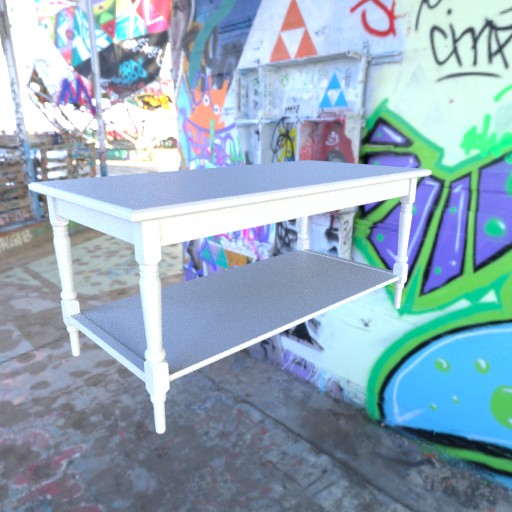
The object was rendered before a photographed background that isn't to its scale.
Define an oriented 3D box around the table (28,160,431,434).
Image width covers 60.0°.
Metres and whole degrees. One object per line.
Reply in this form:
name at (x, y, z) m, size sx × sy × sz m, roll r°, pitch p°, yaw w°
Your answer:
table at (0.000, 0.000, 1.395) m, size 1.109 × 0.506 × 0.551 m, roll -15°, pitch 22°, yaw -41°
